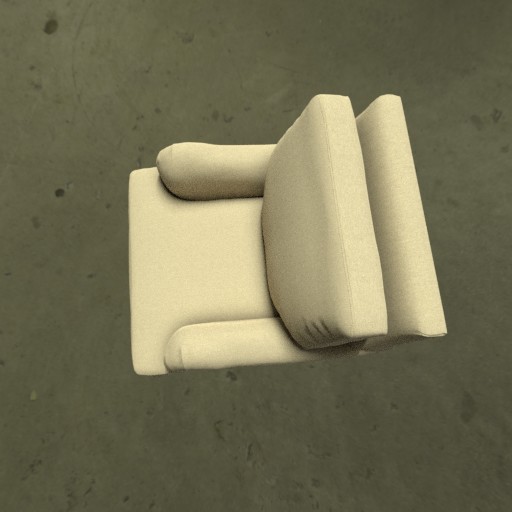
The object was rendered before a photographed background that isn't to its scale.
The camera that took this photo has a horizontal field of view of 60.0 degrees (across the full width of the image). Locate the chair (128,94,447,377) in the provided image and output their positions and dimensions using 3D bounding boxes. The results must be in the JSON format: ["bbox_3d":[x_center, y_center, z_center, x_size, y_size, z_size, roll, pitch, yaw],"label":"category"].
[{"bbox_3d":[0.000,0.000,1.836,1.078,1.076,0.895,-5,75,-1],"label":"chair"}]
